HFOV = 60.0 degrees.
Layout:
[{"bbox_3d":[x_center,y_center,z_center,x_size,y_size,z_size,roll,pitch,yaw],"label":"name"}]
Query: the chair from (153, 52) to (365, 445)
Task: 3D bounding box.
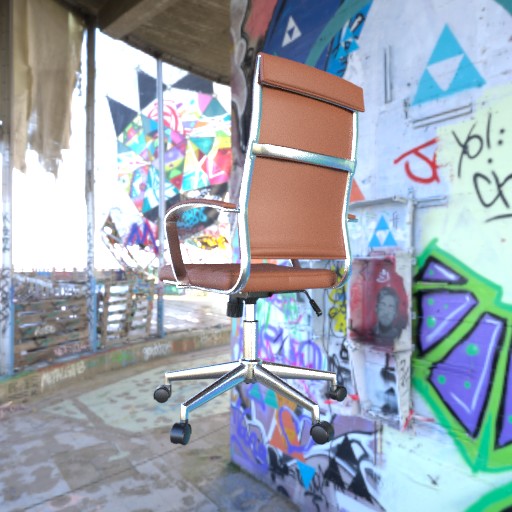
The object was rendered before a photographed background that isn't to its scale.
[{"bbox_3d":[0.000,0.000,1.627,0.766,1.149,0.739,1,-1,-37],"label":"chair"}]
